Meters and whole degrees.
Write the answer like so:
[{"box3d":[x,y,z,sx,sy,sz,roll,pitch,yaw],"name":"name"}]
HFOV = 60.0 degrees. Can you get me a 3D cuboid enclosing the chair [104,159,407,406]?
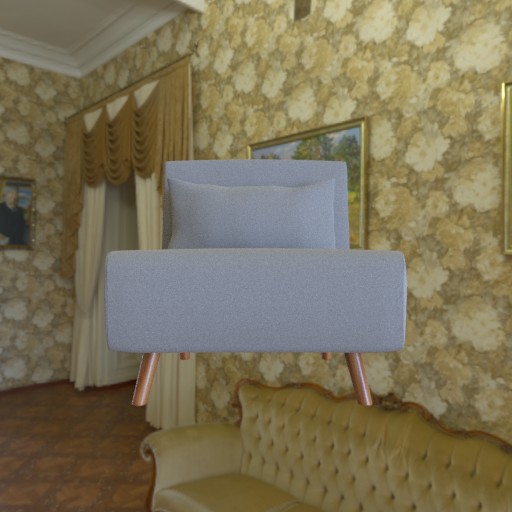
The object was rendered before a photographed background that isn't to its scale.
[{"box3d":[0.000,0.000,1.489,0.770,0.808,0.902,0,0,0],"name":"chair"}]
